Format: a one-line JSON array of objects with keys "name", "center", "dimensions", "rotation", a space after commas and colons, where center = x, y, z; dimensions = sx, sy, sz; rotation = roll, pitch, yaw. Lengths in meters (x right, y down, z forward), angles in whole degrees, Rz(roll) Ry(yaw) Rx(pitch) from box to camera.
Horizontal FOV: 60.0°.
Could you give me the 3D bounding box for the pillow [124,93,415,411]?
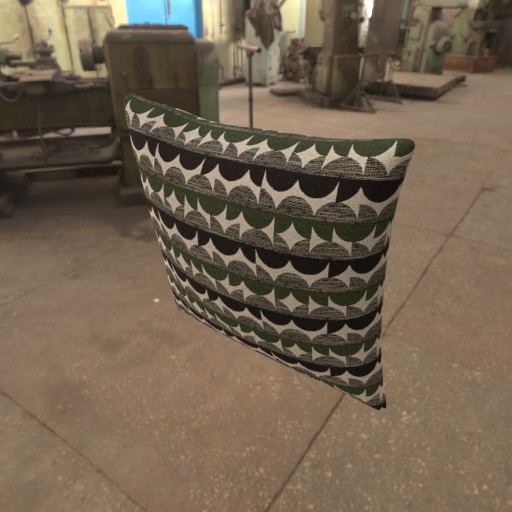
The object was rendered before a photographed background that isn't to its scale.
[{"name": "pillow", "center": [0.000, 0.000, 0.627], "dimensions": [0.419, 0.404, 0.180], "rotation": [20, 35, 32]}]
